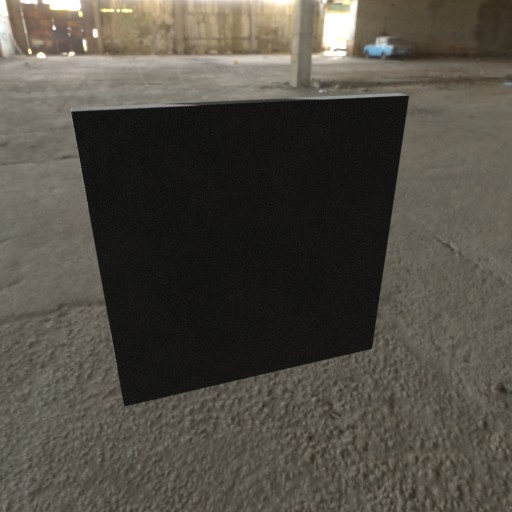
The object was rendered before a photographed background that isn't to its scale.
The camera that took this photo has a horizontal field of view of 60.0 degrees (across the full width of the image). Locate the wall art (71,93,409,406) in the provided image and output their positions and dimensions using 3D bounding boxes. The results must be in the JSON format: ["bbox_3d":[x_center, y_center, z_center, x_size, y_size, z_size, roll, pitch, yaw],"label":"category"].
[{"bbox_3d":[0.000,0.000,1.149,0.765,0.765,0.046,-9,28,-17],"label":"wall art"}]
